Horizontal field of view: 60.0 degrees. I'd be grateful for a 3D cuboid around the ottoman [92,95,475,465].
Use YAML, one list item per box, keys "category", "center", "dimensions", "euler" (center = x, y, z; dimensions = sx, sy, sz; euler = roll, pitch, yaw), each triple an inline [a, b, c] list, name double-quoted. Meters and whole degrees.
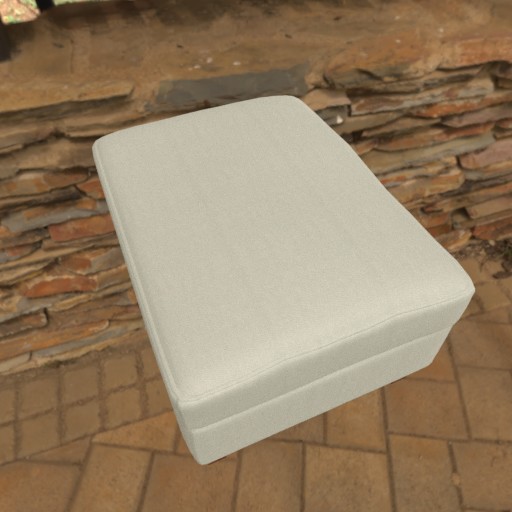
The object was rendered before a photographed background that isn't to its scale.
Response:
- category: "ottoman"
  center: [0.000, 0.000, 1.165]
  dimensions: [0.634, 0.496, 0.818]
  euler: [-18, 51, -15]
